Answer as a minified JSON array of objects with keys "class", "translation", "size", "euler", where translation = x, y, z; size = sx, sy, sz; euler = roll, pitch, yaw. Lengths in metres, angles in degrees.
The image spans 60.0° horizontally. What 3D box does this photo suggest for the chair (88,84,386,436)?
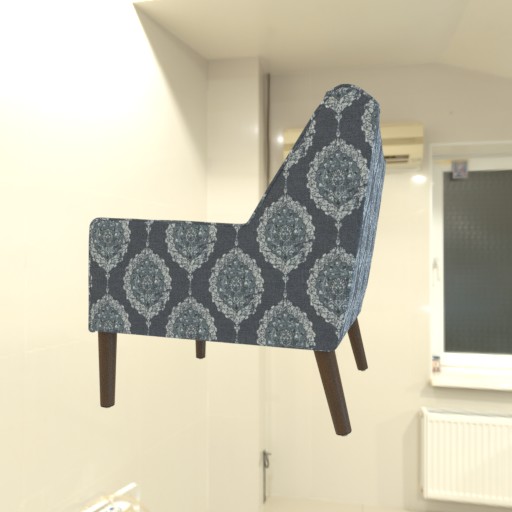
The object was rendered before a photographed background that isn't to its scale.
[{"class":"chair","translation":[0.000,0.000,1.343],"size":[0.743,0.792,0.663],"euler":[0,0,18]}]
